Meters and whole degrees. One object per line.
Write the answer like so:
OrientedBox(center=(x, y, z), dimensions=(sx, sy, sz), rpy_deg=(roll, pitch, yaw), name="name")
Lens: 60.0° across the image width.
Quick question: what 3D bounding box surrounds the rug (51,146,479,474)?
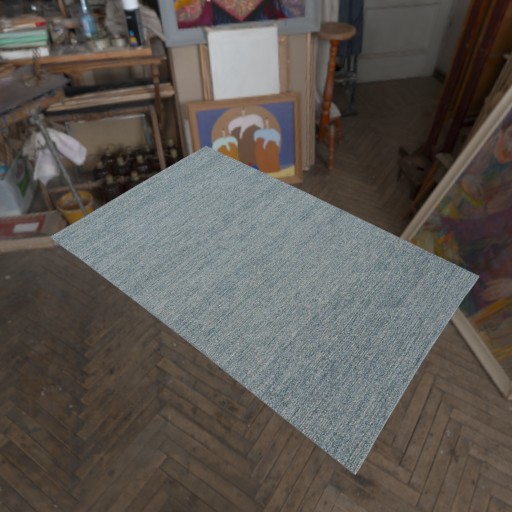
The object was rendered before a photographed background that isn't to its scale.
OrientedBox(center=(0.000, 0.000, 2.234), dimensions=(1.853, 0.022, 1.174), rpy_deg=(31, 53, 27), name="rug")
